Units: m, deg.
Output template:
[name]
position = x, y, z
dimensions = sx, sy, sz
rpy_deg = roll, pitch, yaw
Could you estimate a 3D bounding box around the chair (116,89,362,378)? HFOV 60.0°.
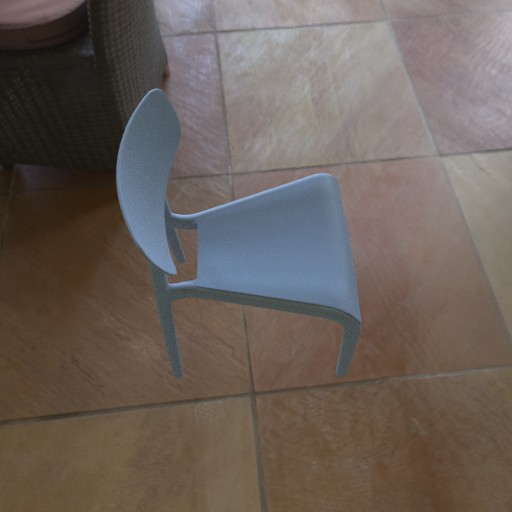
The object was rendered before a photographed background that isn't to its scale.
[chair]
position = 0.000, 0.000, 0.842
dimensions = 0.401, 0.580, 0.356
rpy_deg = -3, 63, -1
